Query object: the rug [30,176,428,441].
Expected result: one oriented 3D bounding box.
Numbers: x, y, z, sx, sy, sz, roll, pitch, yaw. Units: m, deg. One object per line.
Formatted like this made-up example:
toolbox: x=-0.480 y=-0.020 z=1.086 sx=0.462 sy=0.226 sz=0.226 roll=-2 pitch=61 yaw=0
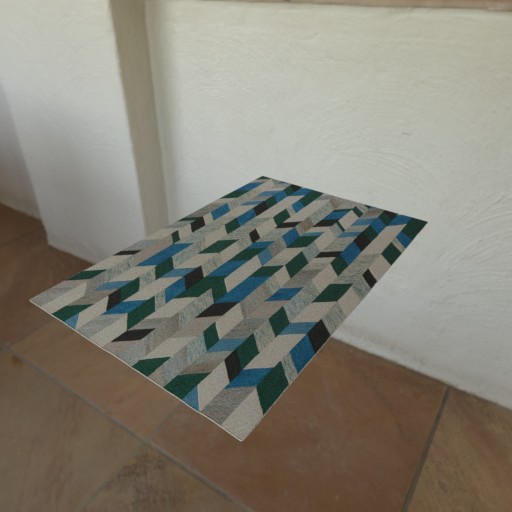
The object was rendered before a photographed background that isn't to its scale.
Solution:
rug: x=0.000 y=0.000 z=2.334 sx=1.229 sy=0.005 sz=1.827 roll=22 pitch=38 yaw=30
